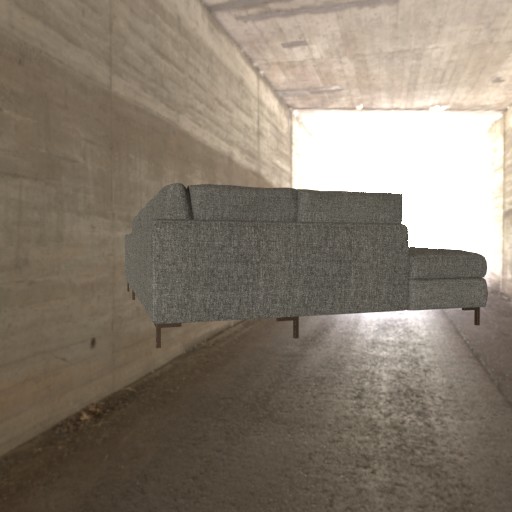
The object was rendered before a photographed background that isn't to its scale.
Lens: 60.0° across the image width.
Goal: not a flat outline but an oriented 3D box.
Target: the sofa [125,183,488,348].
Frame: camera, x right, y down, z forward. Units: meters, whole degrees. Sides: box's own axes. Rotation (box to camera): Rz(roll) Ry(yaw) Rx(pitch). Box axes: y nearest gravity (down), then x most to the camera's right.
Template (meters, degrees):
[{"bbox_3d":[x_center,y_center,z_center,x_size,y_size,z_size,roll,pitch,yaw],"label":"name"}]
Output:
[{"bbox_3d":[0.000,0.000,3.491,1.879,0.756,2.737,0,1,-19],"label":"sofa"}]
